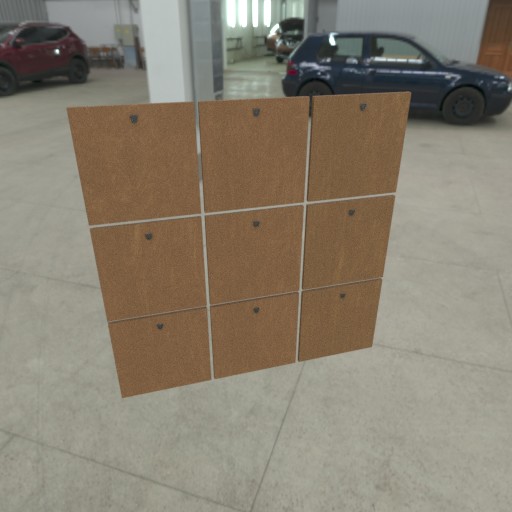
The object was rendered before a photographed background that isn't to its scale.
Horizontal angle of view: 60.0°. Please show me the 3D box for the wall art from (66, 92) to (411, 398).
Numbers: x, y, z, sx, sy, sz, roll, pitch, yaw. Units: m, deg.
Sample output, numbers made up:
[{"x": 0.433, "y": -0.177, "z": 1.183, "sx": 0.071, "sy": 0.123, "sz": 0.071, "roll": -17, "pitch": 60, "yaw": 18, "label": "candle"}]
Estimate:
[{"x": 0.000, "y": 0.000, "z": 1.353, "sx": 0.915, "sy": 0.913, "sz": 0.018, "roll": -8, "pitch": 29, "yaw": -14, "label": "wall art"}]
